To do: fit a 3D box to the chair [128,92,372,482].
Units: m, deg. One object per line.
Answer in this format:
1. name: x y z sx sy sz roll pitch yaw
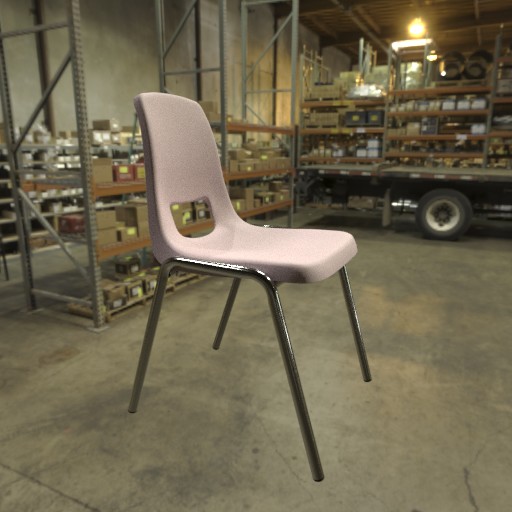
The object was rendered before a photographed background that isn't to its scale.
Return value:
1. chair: 0.000 0.000 0.917 0.436 0.653 0.381 7 16 26
